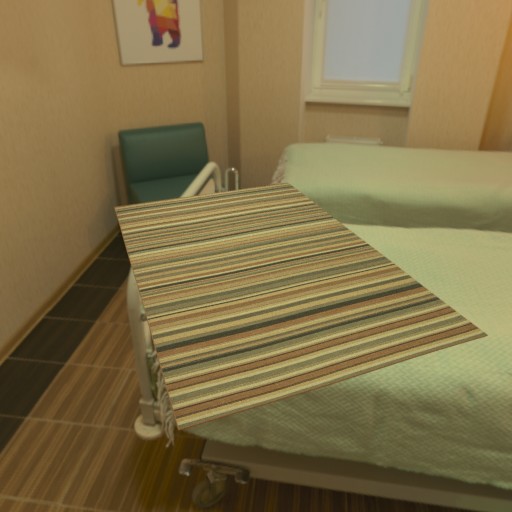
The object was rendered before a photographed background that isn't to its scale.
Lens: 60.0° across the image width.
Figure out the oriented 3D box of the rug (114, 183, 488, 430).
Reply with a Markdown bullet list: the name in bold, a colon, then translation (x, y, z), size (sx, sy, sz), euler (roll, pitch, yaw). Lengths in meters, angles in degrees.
- **rug**: translation (0.000, 0.000, 2.268), size (1.219, 0.008, 1.829), euler (-11, 31, -19)
